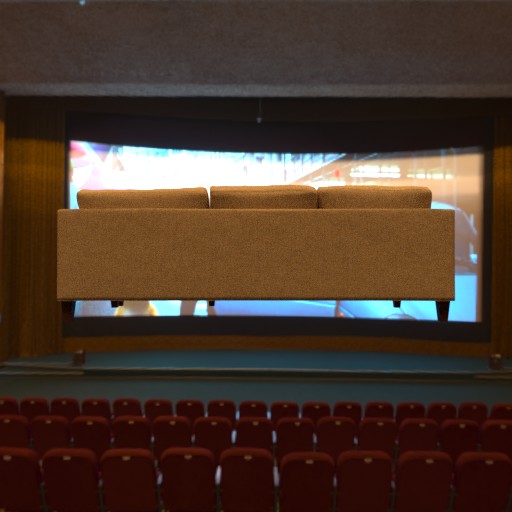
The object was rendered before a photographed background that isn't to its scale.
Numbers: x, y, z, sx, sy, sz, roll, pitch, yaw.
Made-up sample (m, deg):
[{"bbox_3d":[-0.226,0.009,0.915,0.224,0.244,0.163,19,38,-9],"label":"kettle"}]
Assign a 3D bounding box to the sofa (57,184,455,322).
[{"bbox_3d":[0.000,0.000,4.249,2.432,0.863,3.182,0,-1,0],"label":"sofa"}]
